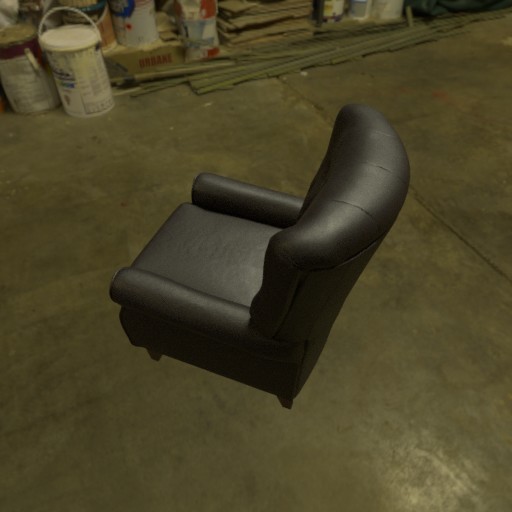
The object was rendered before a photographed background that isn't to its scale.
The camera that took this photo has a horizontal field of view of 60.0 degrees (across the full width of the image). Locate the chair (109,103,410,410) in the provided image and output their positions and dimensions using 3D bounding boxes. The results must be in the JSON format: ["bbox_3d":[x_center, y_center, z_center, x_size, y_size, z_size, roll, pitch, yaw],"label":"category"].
[{"bbox_3d":[0.000,0.000,1.923,1.058,1.158,0.948,16,47,15],"label":"chair"}]
